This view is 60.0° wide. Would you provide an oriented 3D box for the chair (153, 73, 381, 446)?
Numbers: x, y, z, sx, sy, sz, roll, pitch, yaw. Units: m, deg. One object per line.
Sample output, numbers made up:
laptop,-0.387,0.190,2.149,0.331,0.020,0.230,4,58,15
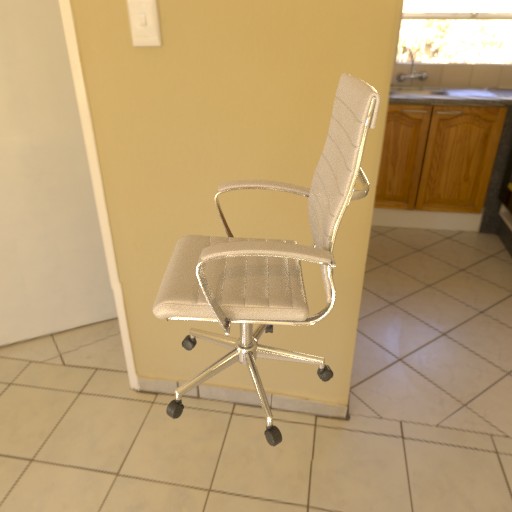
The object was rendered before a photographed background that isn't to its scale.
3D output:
chair,0.000,0.000,1.551,0.667,1.149,0.679,0,28,1
